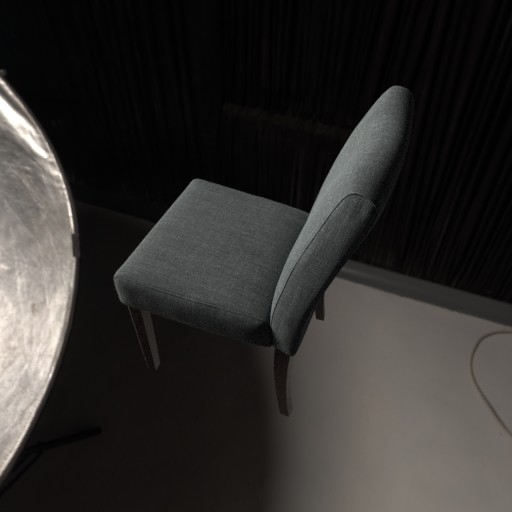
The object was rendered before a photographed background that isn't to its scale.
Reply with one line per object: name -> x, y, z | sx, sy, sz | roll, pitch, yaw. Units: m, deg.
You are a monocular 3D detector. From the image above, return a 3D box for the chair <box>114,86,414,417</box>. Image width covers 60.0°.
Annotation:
chair -> 0.000, 0.000, 1.232 | 0.629, 0.884, 0.487 | 16, 48, 15
